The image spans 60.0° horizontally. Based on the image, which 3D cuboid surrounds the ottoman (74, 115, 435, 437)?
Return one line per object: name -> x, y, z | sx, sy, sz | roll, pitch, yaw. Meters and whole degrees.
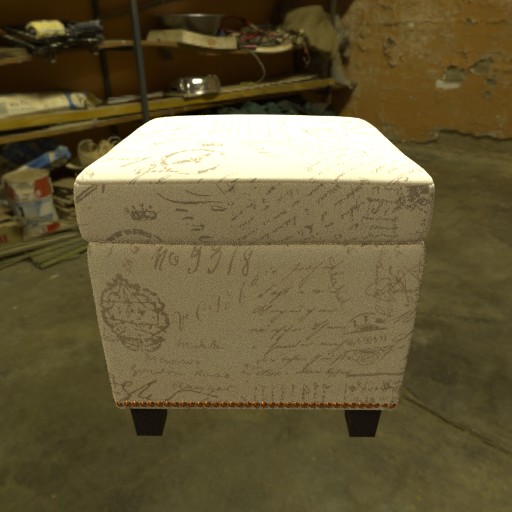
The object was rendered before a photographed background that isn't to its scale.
ottoman -> 0.000, 0.000, 0.808 | 0.449, 0.457, 0.450 | 0, 26, 0
